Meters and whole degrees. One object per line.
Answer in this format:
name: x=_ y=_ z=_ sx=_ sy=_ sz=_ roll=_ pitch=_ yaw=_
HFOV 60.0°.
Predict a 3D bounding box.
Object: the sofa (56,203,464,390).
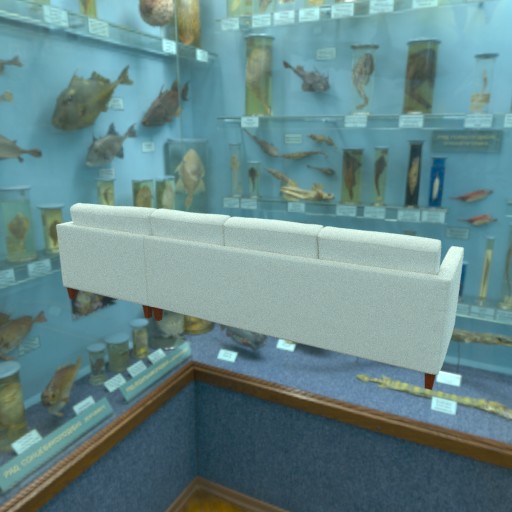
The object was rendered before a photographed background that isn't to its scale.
sofa: x=0.000 y=0.000 z=4.104 sx=3.471 sy=0.954 sz=1.606 roll=8 pitch=17 yaw=28
